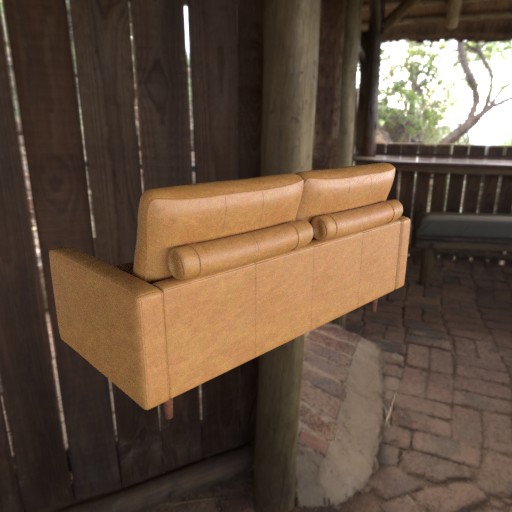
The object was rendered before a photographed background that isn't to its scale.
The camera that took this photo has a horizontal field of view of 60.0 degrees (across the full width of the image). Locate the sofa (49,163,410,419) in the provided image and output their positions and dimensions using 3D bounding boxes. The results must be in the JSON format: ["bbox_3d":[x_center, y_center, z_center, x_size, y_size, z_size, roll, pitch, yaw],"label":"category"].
[{"bbox_3d":[0.000,0.000,2.305,1.821,0.898,0.850,-15,22,-42],"label":"sofa"}]
